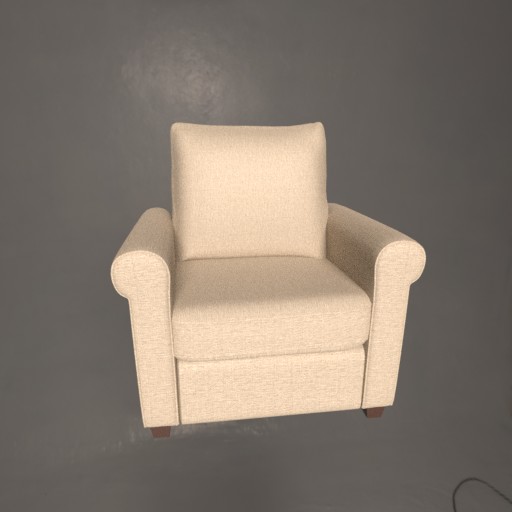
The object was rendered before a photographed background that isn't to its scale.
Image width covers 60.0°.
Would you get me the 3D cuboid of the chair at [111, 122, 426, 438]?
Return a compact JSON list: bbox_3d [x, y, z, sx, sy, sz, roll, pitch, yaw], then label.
[{"bbox_3d":[0.000,0.000,2.340,1.275,1.349,1.180,-2,17,-8],"label":"chair"}]
